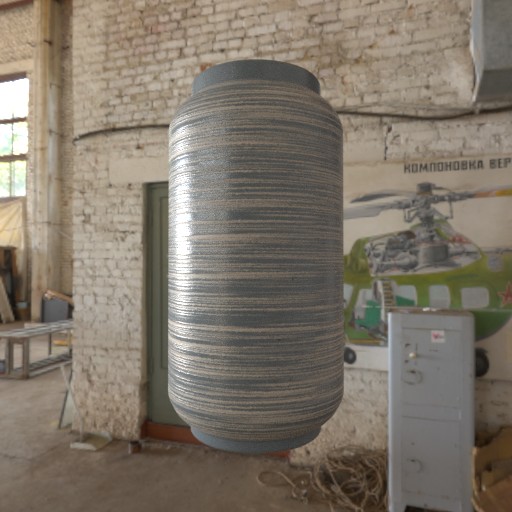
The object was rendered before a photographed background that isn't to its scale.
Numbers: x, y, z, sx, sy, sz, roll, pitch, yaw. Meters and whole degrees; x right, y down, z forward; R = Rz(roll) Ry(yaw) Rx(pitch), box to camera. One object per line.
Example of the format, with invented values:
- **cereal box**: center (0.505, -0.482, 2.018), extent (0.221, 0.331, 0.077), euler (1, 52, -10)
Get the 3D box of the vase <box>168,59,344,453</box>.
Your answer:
- **vase**: center (0.000, 0.000, 0.300), extent (0.116, 0.230, 0.116), euler (0, -1, 0)
